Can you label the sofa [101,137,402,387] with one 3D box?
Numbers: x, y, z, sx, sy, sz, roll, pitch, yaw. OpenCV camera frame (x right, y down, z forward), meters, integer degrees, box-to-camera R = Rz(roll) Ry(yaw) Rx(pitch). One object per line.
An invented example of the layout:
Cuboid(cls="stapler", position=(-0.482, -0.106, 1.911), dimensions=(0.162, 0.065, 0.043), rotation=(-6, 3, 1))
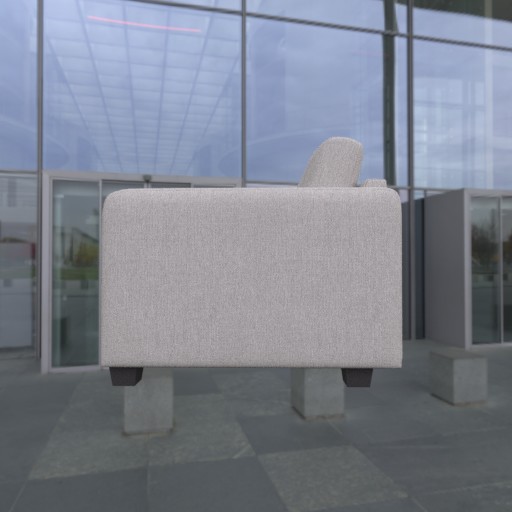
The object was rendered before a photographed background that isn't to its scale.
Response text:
Cuboid(cls="sofa", position=(0.000, 0.000, 2.044), dimensions=(0.900, 0.800, 1.540), rotation=(0, -1, 1))
